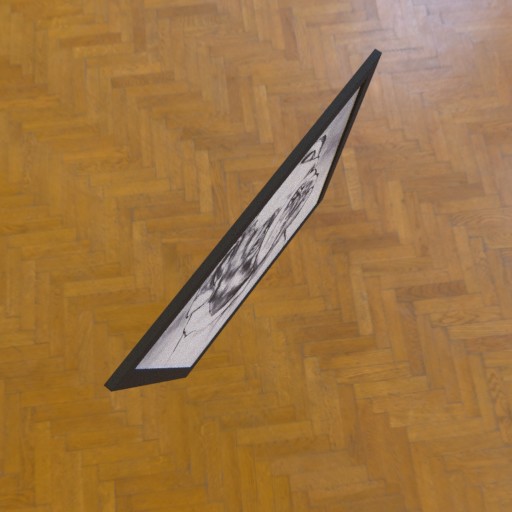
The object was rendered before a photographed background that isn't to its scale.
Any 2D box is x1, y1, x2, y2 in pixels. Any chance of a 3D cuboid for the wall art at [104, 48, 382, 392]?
[{"bbox_3d":[0.000,0.000,0.829,0.012,0.558,0.562,36,79,8],"label":"wall art"}]
